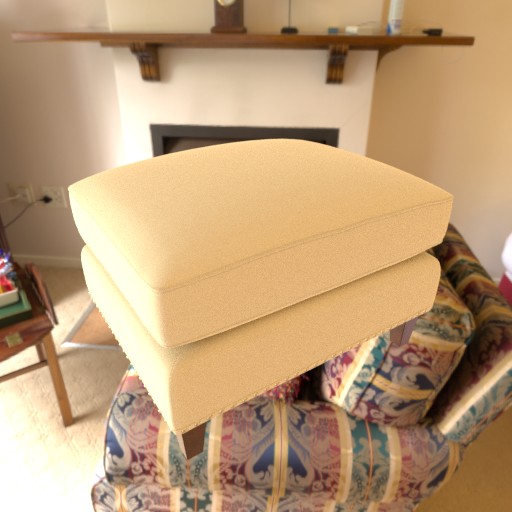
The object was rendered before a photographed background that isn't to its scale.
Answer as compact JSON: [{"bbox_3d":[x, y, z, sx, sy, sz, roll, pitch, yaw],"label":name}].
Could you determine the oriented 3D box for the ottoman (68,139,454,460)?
[{"bbox_3d":[0.000,0.000,1.128,0.741,0.513,0.584,-17,33,-29],"label":"ottoman"}]
